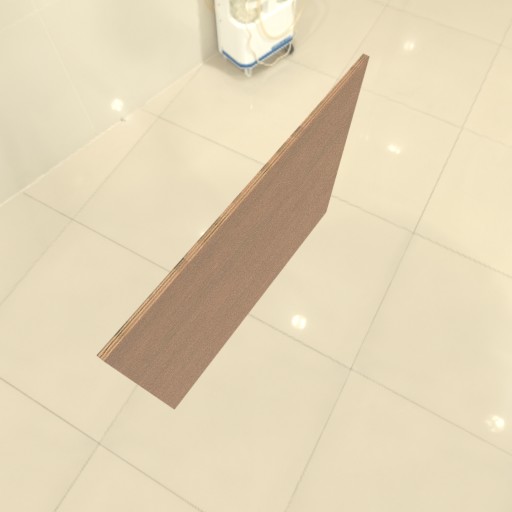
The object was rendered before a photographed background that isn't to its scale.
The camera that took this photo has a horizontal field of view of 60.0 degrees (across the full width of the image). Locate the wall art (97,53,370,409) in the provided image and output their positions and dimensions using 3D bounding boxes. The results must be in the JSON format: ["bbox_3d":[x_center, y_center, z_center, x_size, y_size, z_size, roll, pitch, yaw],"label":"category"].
[{"bbox_3d":[0.000,0.000,0.697,0.010,0.408,0.508,33,69,15],"label":"wall art"}]
